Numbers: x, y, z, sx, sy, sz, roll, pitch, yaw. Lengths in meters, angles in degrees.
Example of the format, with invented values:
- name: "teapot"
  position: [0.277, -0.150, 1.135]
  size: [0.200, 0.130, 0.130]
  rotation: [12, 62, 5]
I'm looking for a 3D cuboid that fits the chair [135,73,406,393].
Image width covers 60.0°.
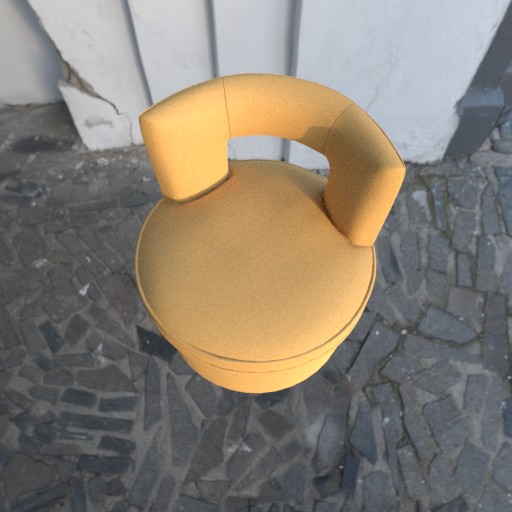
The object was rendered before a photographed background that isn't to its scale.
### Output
- name: "chair"
  position: [0.000, 0.000, 1.240]
  size: [0.650, 0.723, 0.665]
  rotation: [13, 60, 8]
